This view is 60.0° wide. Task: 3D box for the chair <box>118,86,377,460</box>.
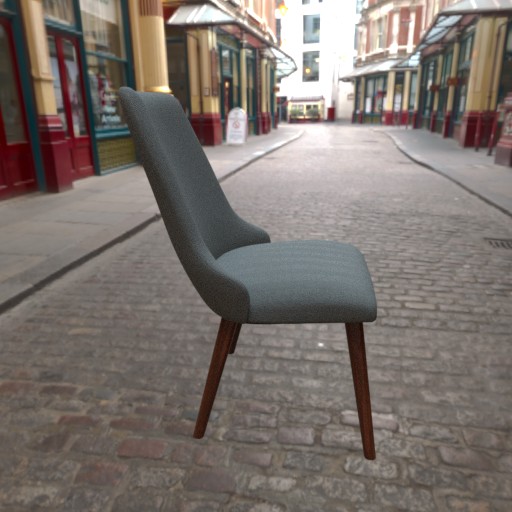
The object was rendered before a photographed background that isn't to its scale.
[{"bbox_3d":[0.000,0.000,1.299,0.707,0.918,0.535,3,18,8],"label":"chair"}]
